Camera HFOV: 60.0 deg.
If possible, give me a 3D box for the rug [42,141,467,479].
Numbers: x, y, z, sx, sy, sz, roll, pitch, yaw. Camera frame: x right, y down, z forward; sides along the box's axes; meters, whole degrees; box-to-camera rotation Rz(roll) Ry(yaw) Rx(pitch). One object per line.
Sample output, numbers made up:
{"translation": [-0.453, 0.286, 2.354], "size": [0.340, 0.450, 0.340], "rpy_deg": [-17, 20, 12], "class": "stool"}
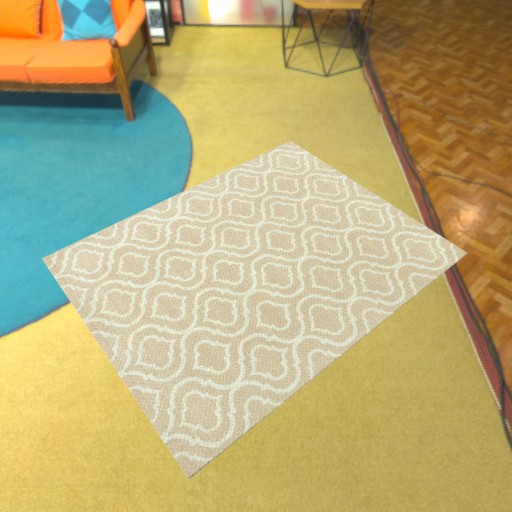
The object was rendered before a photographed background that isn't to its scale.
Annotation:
{"translation": [0.000, 0.000, 3.840], "size": [2.894, 0.013, 2.286], "rpy_deg": [-31, 54, -26], "class": "rug"}
